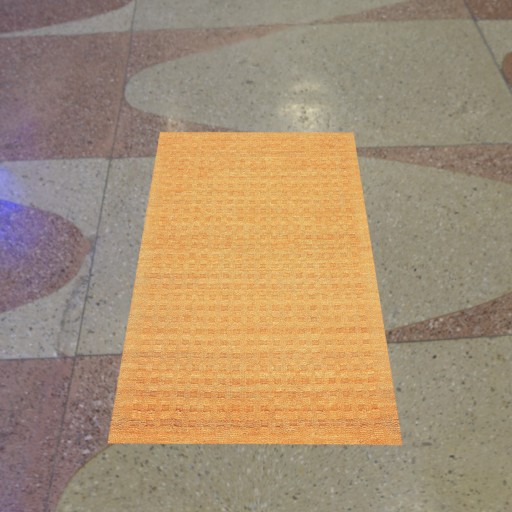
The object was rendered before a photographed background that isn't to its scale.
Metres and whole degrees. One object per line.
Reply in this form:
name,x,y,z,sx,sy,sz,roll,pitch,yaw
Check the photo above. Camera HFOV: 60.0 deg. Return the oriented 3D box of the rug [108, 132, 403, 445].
rug,0.000,0.000,2.892,1.524,0.006,2.285,0,58,0
